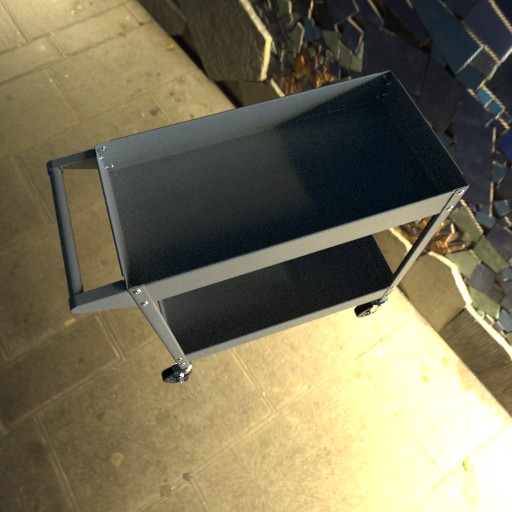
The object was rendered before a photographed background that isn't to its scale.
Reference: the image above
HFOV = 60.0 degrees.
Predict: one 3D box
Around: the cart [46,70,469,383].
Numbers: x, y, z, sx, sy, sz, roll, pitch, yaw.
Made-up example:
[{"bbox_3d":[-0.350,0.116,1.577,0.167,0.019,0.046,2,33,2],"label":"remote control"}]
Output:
[{"bbox_3d":[0.000,0.000,1.183,0.779,0.719,0.366,-17,64,-8],"label":"cart"}]
